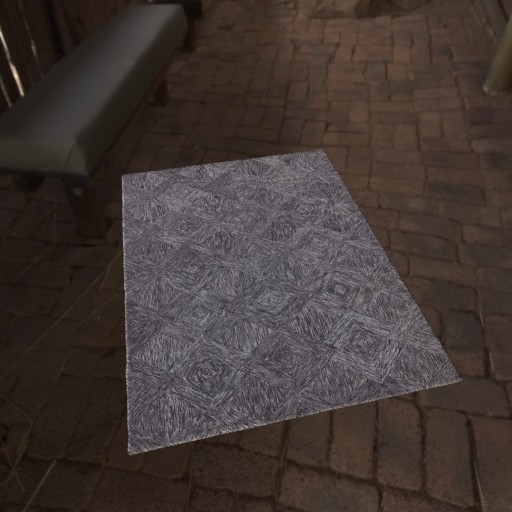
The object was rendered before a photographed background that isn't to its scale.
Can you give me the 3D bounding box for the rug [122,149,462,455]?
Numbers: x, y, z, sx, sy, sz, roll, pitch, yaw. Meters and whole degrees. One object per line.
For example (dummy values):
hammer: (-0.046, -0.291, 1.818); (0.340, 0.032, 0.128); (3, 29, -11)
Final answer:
rug: (0.000, 0.000, 4.190); (2.448, 0.017, 3.204); (-9, 47, -9)
